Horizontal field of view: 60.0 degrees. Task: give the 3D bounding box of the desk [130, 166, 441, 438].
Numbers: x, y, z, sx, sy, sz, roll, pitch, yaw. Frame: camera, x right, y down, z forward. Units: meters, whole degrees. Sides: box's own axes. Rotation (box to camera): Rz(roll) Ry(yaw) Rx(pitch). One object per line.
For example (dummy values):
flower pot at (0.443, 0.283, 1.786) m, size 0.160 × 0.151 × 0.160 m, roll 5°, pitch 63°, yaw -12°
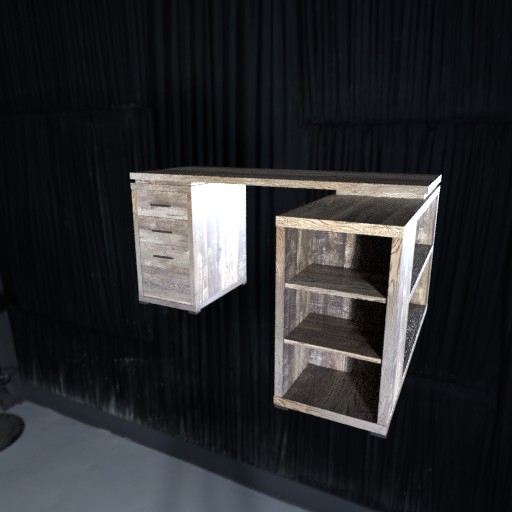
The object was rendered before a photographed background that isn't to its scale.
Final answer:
desk at (0.000, 0.000, 2.175) m, size 1.524 × 0.753 × 1.200 m, roll 7°, pitch 17°, yaw 25°
